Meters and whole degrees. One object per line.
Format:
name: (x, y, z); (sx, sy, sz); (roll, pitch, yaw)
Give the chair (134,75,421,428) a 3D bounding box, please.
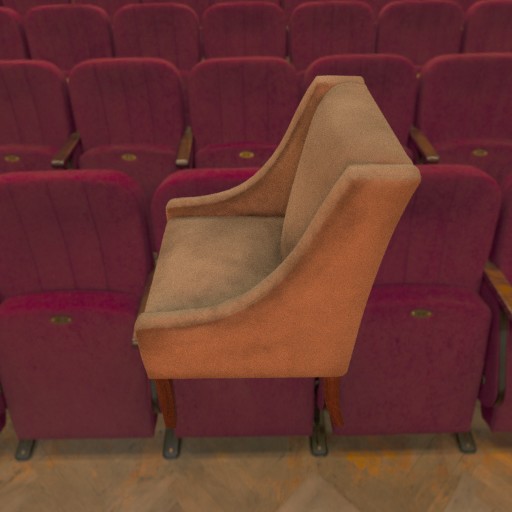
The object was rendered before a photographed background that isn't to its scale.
chair: (0.000, 0.000, 1.342); (0.629, 0.895, 0.629); (0, 39, 0)
